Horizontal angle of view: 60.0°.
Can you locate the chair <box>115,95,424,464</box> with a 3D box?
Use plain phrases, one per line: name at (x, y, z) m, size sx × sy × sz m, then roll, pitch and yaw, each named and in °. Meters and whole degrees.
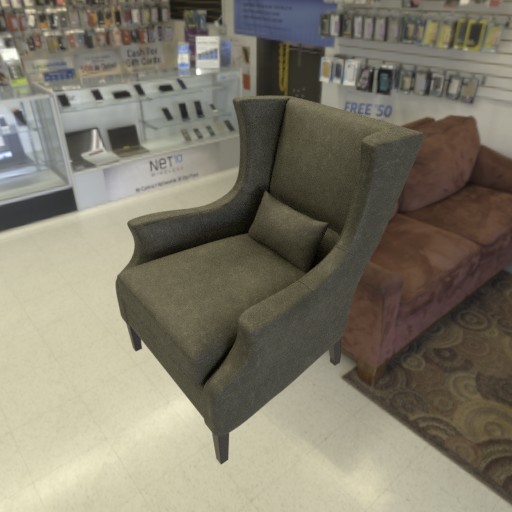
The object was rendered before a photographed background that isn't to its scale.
chair at (0.000, 0.000, 1.722) m, size 0.926 × 1.016 × 0.853 m, roll -22°, pitch 39°, yaw -31°
